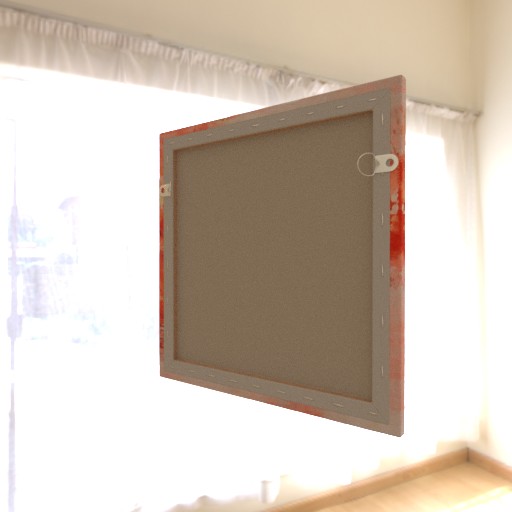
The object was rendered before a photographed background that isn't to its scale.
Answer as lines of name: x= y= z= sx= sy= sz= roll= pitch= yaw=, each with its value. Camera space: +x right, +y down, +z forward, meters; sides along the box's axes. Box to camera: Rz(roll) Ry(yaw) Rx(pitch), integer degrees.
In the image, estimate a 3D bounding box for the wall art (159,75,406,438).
wall art: x=0.000 y=0.000 z=1.331 sx=0.878 sy=0.878 sz=0.066 roll=0 pitch=1 yaw=37
